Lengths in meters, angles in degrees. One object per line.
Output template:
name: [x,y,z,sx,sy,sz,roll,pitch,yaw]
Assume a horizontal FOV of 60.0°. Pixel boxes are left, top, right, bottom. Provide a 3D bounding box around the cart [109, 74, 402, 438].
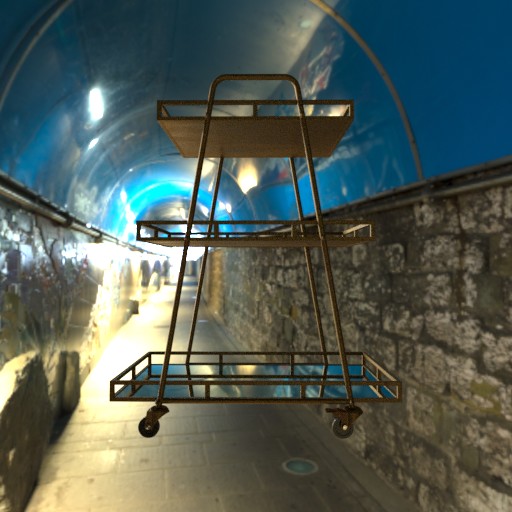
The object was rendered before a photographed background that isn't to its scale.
cart: [0.000,0.000,1.275,0.711,0.883,0.441,0,-1,1]
